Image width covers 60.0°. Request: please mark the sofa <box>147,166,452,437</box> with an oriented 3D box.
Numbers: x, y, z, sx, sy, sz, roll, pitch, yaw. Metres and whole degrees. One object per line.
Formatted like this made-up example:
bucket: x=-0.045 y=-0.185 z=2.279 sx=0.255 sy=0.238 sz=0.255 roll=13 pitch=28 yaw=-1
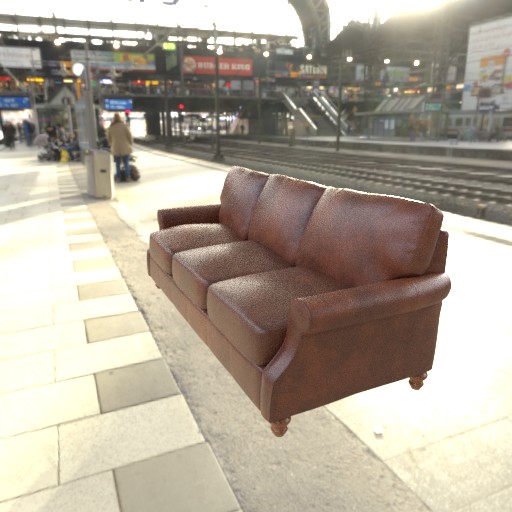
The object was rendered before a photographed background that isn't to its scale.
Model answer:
sofa: x=0.000 y=0.000 z=2.855 sx=0.973 sy=0.977 sz=2.351 roll=-8 pitch=18 yaw=-25
